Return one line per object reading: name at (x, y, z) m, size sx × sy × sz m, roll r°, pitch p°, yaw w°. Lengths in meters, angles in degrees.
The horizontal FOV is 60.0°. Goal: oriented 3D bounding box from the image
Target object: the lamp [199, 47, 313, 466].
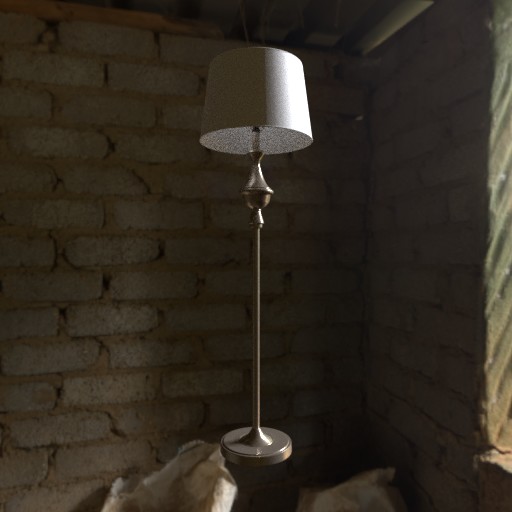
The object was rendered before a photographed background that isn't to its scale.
lamp at (0.000, 0.000, 1.700) m, size 0.431 × 1.488 × 0.431 m, roll 0°, pitch 0°, yaw 0°
